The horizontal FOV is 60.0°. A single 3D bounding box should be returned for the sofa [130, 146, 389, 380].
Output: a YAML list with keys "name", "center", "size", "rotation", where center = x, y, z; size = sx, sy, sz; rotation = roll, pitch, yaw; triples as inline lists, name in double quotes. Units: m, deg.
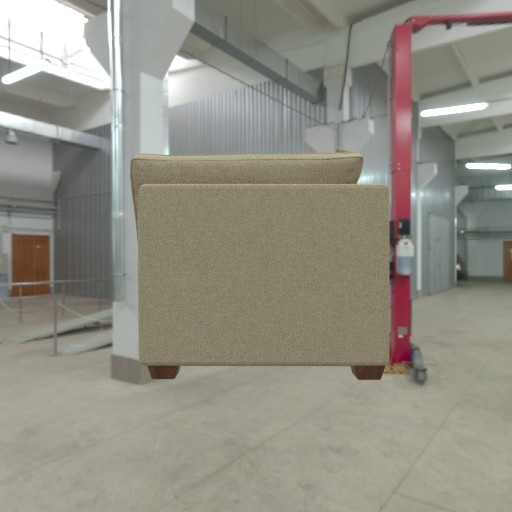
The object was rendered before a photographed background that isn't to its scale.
- name: "sofa"
  center: [0.000, 0.000, 2.865]
  size: [1.061, 0.962, 2.317]
  rotation: [0, 0, 0]
